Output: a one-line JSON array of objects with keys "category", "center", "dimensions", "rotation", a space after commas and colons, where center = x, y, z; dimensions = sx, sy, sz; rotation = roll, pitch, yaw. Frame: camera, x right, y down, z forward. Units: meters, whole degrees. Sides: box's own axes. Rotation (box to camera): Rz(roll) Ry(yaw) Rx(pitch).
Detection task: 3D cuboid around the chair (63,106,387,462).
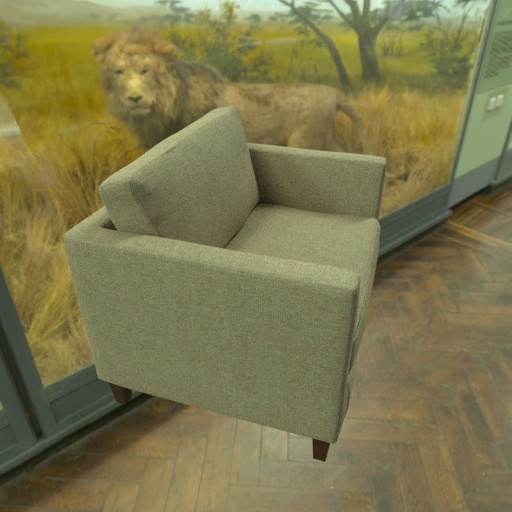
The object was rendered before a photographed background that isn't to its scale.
[{"category": "chair", "center": [0.000, 0.000, 1.834], "dimensions": [0.959, 0.987, 1.107], "rotation": [10, 33, 15]}]
